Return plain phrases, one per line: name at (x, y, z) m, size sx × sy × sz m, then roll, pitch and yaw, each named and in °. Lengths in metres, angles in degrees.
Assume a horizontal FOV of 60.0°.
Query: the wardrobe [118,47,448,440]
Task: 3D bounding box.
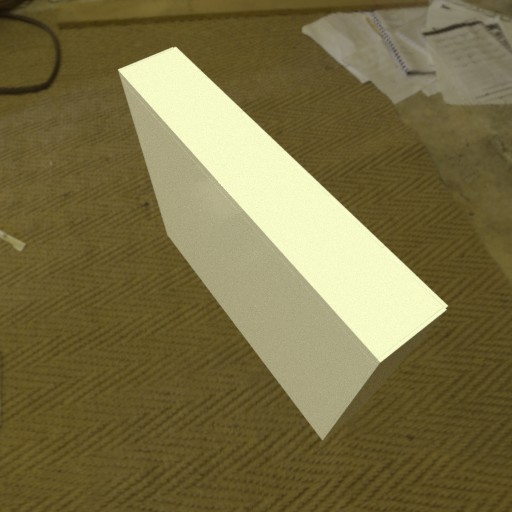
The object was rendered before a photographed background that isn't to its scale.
wardrobe at (0.000, 0.000, 4.038) m, size 0.580 × 2.360 × 3.000 m, roll -32°, pitch 63°, yaw -18°
